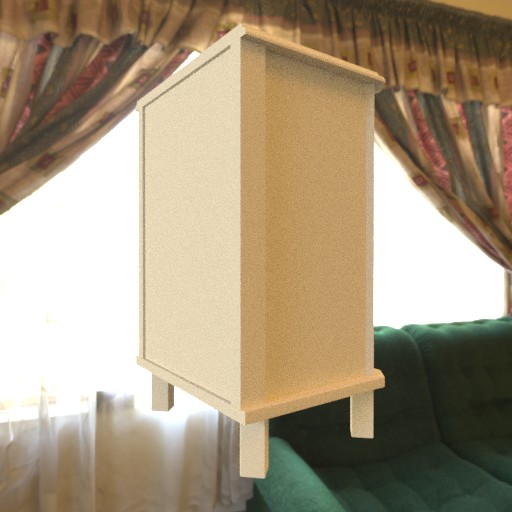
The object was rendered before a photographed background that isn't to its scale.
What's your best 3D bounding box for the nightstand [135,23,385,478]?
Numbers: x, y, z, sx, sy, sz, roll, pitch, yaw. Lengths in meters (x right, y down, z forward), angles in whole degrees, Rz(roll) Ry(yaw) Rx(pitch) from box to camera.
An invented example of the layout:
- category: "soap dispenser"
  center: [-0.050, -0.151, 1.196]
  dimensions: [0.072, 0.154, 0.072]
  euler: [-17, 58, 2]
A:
- category: "nightstand"
  center: [0.000, 0.000, 0.915]
  dimensions: [0.351, 0.681, 0.435]
  euler: [0, 1, -36]
